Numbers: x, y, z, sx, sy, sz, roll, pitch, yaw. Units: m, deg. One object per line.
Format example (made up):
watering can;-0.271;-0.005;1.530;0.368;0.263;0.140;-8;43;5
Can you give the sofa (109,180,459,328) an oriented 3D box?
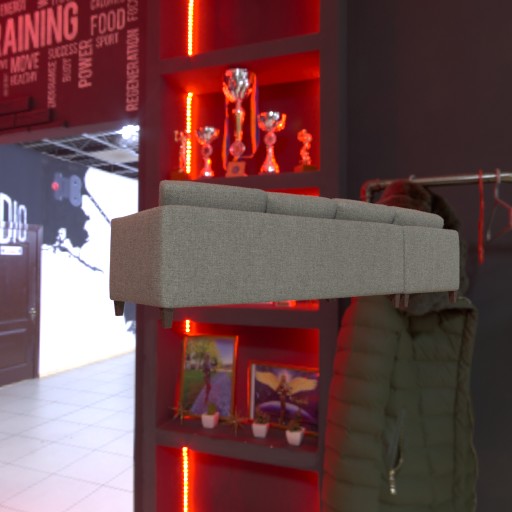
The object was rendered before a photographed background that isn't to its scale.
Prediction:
sofa;0.000;0.000;4.546;3.302;0.947;2.593;1;-2;-37
